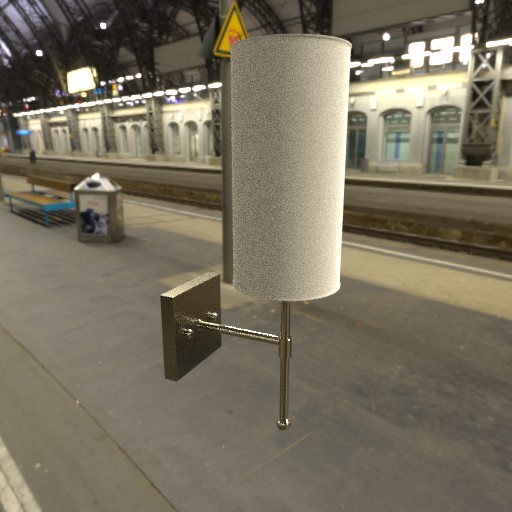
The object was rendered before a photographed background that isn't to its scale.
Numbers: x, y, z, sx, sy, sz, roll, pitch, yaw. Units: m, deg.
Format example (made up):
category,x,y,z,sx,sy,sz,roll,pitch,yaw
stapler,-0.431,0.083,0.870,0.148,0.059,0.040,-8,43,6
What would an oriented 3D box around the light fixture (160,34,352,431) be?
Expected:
category,x,y,z,sx,sy,sz,roll,pitch,yaw
light fixture,0.000,0.000,0.542,0.208,0.462,0.128,7,16,25
